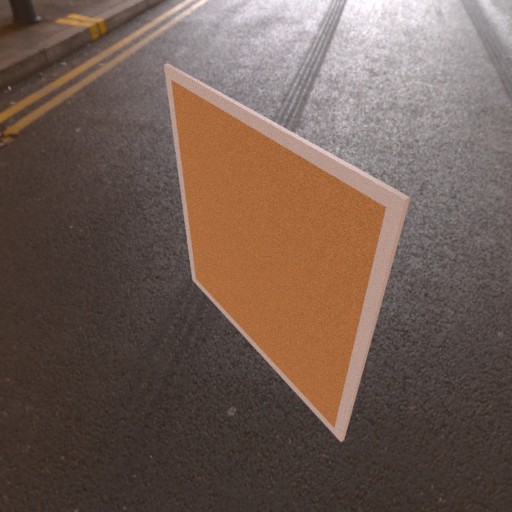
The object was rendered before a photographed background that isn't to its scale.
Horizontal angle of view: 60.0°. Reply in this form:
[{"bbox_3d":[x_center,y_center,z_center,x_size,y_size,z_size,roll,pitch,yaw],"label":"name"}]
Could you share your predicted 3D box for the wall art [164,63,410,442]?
[{"bbox_3d":[0.000,0.000,1.222,0.013,0.813,0.812,-26,48,-27],"label":"wall art"}]
